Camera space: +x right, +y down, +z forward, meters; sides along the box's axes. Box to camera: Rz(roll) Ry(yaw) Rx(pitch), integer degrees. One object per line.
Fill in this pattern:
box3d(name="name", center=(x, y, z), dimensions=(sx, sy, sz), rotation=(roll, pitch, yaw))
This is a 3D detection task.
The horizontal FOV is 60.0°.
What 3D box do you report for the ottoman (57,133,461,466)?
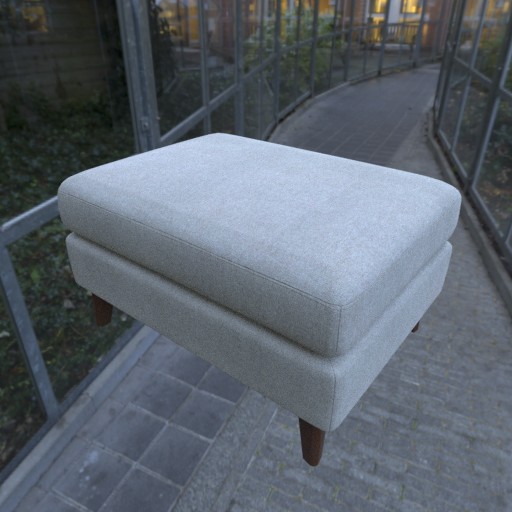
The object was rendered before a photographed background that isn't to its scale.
box3d(name="ottoman", center=(0.000, 0.000, 1.168), dimensions=(0.823, 0.478, 0.610), rotation=(21, 36, 33))
